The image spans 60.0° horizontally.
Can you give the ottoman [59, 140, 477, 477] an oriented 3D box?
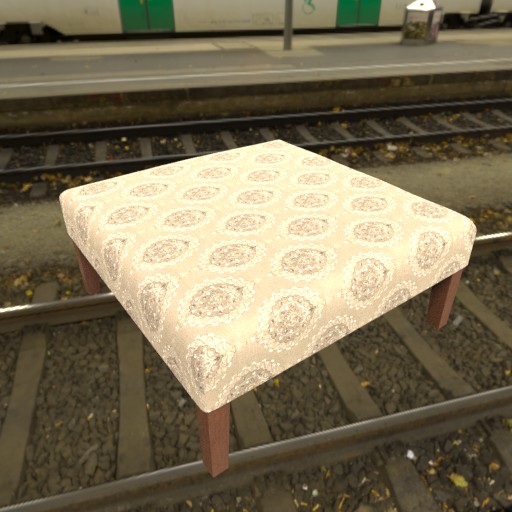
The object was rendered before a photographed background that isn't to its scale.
[{"bbox_3d":[0.000,0.000,1.386,0.890,0.411,0.889,-21,38,-30],"label":"ottoman"}]
